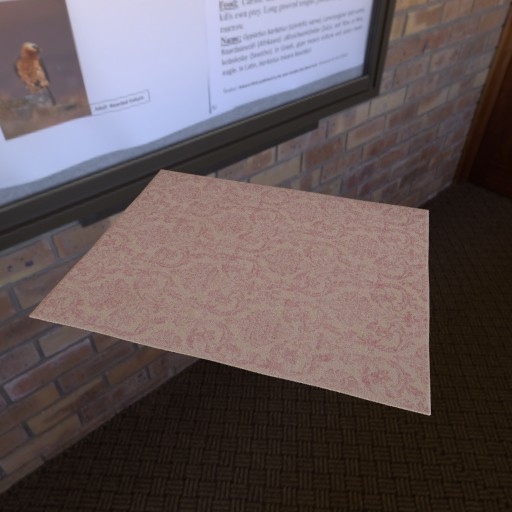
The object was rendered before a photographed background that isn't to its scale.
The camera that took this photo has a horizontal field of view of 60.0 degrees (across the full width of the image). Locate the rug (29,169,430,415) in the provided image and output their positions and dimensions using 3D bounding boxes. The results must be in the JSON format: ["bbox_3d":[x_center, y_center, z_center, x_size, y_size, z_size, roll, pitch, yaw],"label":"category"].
[{"bbox_3d":[0.000,0.000,3.979,2.980,0.012,2.363,11,42,12],"label":"rug"}]
